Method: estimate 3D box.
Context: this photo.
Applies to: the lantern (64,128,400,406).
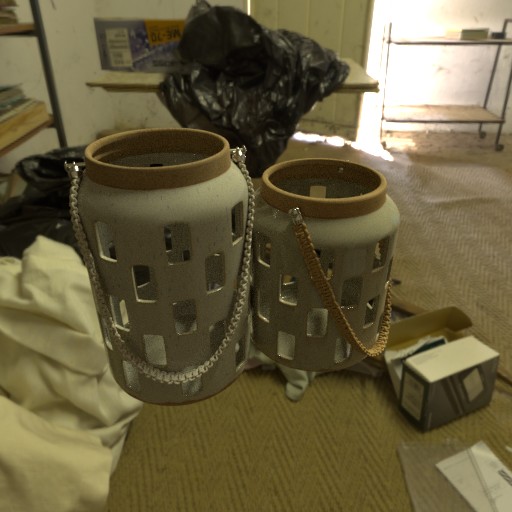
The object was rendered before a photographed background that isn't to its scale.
[{"bbox_3d":[0.000,0.000,0.482,0.347,0.255,0.184,-9,31,-15],"label":"lantern"}]
